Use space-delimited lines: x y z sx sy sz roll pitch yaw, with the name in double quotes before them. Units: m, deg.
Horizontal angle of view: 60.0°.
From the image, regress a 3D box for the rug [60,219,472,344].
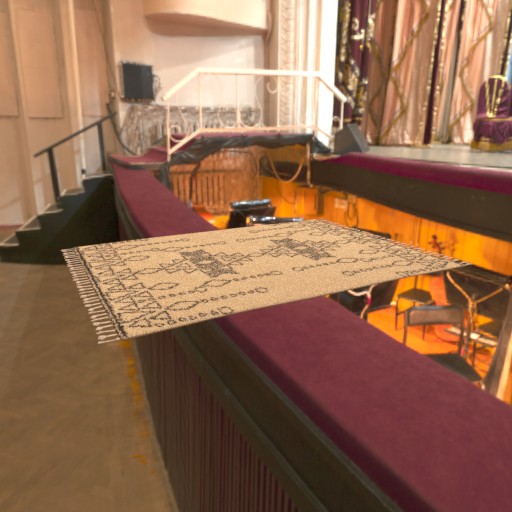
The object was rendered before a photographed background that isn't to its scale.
"rug" 0.000 0.000 3.923 3.027 0.028 2.125 -9 18 -27
